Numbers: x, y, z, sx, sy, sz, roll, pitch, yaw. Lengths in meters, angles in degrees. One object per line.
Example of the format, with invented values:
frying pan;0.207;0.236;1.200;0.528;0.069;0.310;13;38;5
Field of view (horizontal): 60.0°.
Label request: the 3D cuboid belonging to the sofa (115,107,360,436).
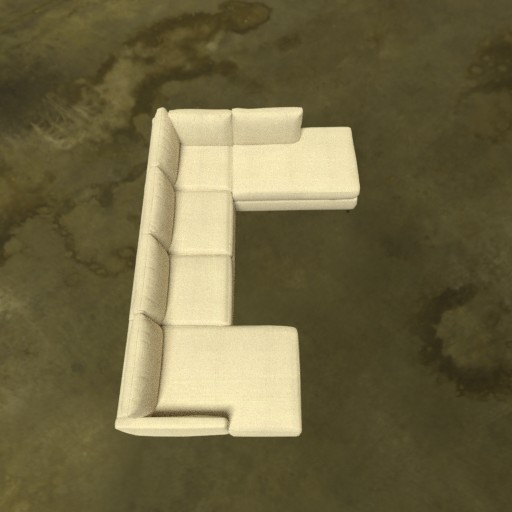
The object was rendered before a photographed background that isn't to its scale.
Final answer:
sofa;0.000;0.000;3.643;1.879;0.756;2.737;-1;64;0
